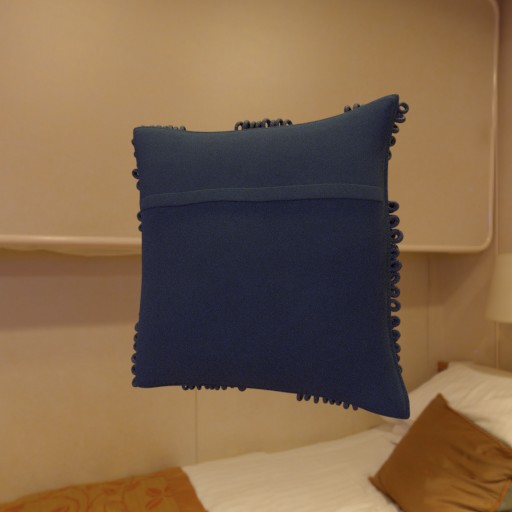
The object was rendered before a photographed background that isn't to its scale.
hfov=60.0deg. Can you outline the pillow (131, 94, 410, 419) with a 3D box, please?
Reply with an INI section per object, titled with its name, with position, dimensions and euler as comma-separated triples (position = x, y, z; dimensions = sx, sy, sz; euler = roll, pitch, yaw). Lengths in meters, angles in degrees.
[pillow]
position = 0.000, 0.000, 0.716
dimensions = 0.469, 0.466, 0.172
euler = 0, 0, 19
